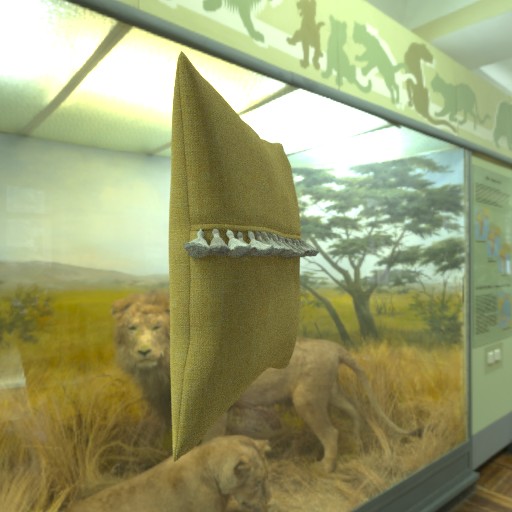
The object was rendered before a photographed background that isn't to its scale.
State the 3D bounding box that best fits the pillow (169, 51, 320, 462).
[{"bbox_3d":[0.000,0.000,0.734,0.167,0.481,0.485,0,0,19],"label":"pillow"}]
